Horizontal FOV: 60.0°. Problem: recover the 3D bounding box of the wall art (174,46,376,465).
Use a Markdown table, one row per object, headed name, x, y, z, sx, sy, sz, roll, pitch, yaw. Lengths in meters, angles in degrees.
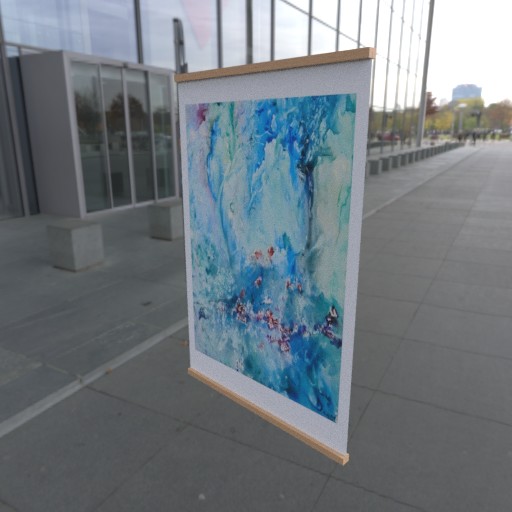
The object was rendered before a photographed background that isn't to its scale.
| name | x | y | z | sx | sy | sz | roll | pitch | yaw |
| --- | --- | --- | --- | --- | --- | --- | --- | --- | --- |
| wall art | 0.000 | 0.000 | 0.762 | 0.401 | 0.611 | 0.016 | 15 | 21 | 42 |
